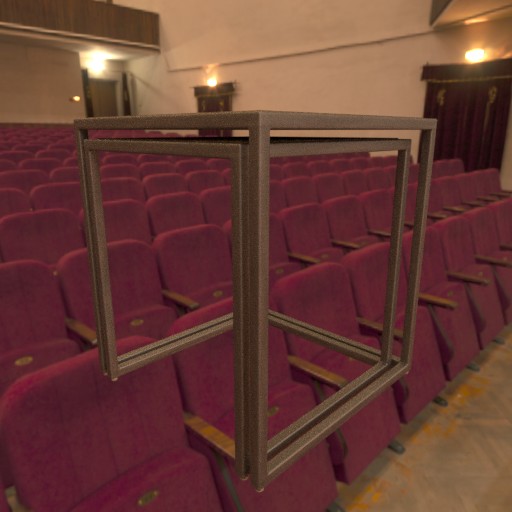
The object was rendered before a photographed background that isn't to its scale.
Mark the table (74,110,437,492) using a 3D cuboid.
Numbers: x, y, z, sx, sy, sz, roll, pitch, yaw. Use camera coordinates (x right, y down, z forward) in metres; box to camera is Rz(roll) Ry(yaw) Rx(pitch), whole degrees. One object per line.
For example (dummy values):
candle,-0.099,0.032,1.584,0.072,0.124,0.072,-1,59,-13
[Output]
table,0.000,0.000,0.839,0.450,0.500,0.449,15,22,42
